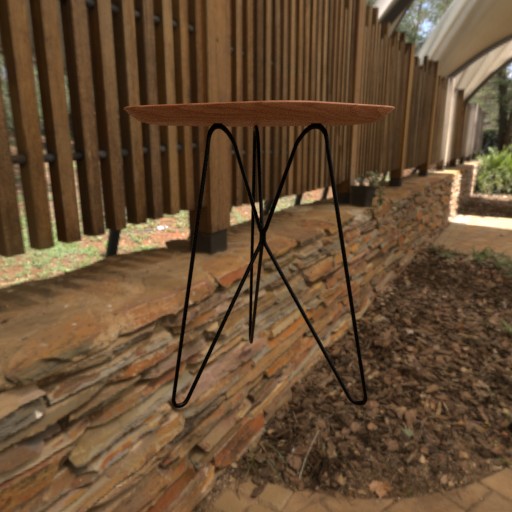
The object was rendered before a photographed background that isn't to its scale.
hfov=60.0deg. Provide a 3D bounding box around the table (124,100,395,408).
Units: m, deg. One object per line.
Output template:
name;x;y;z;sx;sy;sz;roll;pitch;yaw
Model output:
table;0.000;0.000;0.899;0.500;0.562;0.400;7;16;25
